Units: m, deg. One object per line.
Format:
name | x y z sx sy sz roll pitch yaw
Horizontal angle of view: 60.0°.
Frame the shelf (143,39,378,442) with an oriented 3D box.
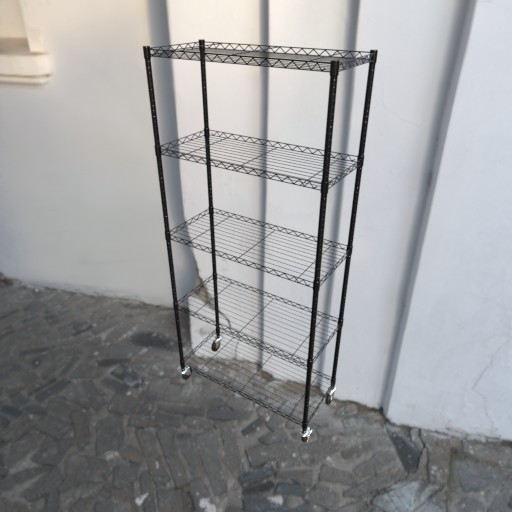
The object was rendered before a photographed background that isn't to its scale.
shelf | 0.000 0.000 1.926 0.762 1.645 0.356 18 35 28
